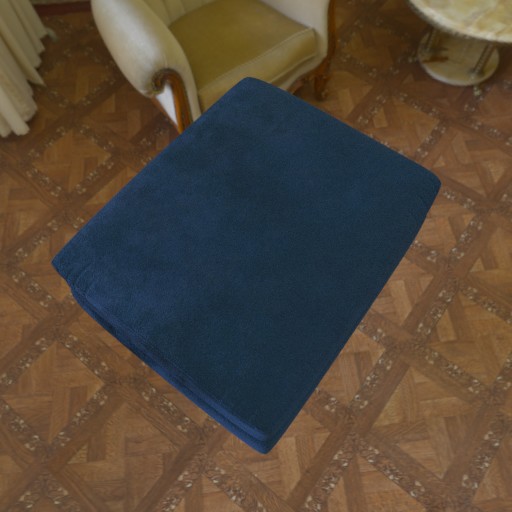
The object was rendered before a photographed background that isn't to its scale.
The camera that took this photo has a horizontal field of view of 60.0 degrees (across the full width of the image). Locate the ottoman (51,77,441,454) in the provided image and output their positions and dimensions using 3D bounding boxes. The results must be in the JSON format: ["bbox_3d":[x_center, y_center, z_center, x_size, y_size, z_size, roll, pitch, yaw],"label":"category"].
[{"bbox_3d":[0.000,0.000,1.218,0.655,0.485,0.794,34,68,15],"label":"ottoman"}]
